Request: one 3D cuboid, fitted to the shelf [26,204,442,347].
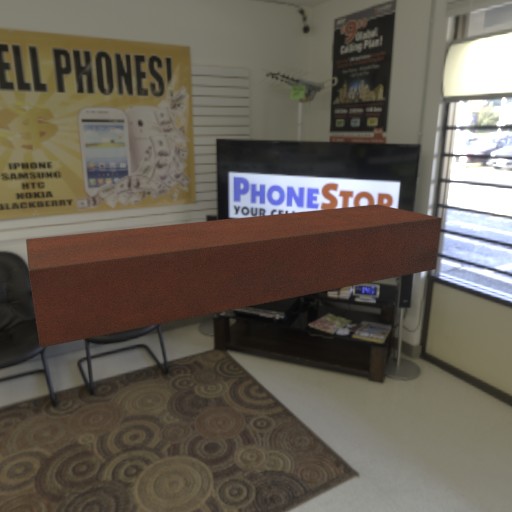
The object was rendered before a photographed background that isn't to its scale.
[{"bbox_3d":[0.000,0.000,0.668,0.607,0.088,0.152,-8,18,-26],"label":"shelf"}]
